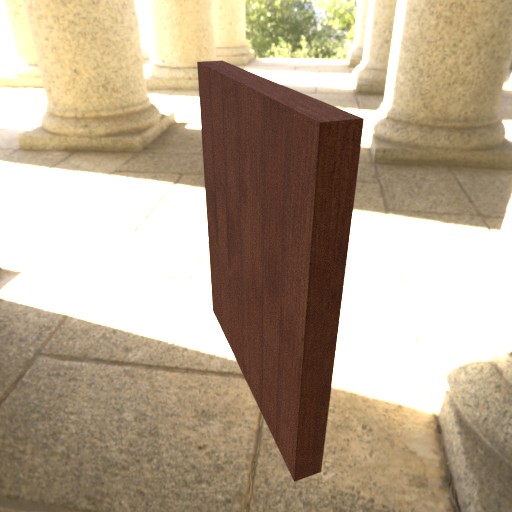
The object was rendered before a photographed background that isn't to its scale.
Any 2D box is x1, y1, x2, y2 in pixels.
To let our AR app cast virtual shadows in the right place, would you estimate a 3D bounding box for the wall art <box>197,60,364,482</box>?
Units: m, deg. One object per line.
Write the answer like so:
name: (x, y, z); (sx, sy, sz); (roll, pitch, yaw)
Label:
wall art: (0.000, 0.000, 0.607); (0.039, 0.449, 0.377); (-11, 32, -18)
